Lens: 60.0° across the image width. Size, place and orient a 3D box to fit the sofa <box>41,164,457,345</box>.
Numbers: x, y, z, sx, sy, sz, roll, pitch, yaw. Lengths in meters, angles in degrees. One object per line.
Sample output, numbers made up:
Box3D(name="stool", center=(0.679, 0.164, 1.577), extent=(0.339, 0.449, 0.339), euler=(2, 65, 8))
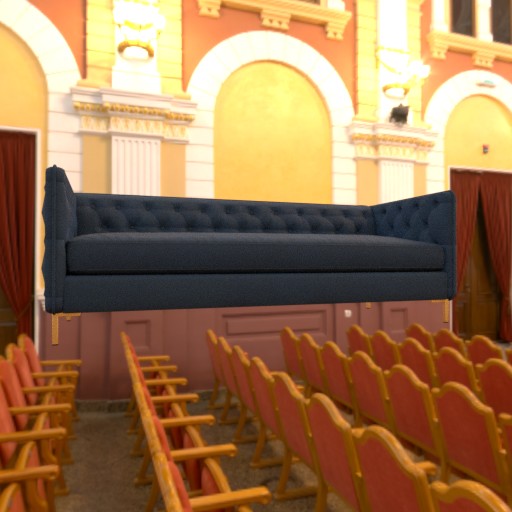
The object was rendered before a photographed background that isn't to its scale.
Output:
Box3D(name="sofa", center=(0.000, 0.000, 2.606), extent=(2.209, 0.771, 0.895), euler=(0, -1, -19))
